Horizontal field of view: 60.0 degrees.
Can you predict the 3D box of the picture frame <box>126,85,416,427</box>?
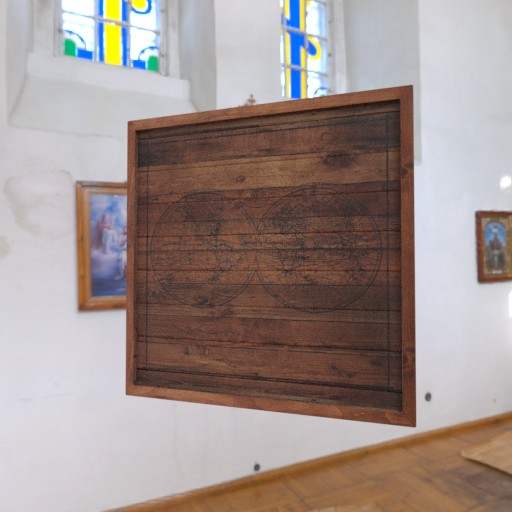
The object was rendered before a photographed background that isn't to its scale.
[{"bbox_3d":[0.000,0.000,1.200,0.810,0.817,0.029,-1,-2,19],"label":"picture frame"}]
